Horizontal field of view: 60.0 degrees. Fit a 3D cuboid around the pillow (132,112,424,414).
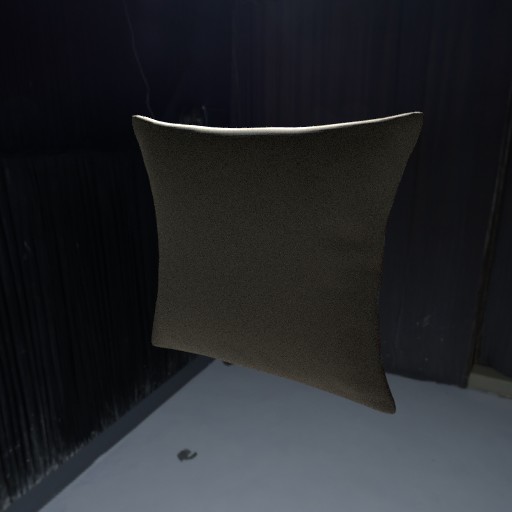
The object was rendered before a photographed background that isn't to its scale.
[{"bbox_3d":[0.000,0.000,0.831,0.552,0.508,0.166,9,18,27],"label":"pillow"}]
